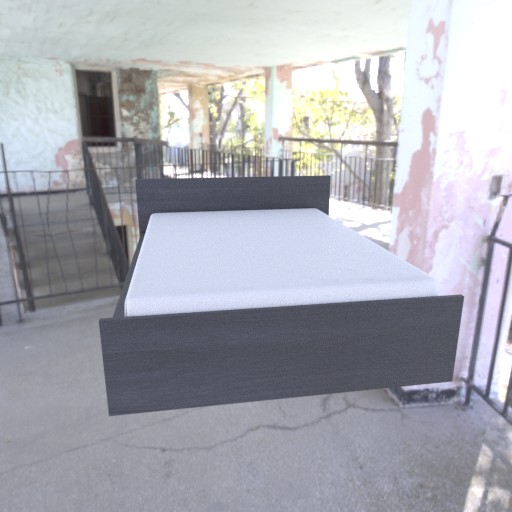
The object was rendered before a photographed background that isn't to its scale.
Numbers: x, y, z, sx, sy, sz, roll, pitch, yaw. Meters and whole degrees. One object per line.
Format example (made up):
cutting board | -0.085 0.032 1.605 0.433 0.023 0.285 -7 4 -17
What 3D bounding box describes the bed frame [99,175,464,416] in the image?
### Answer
bed frame | 0.000 0.000 2.860 1.622 0.800 1.960 -3 16 -9
